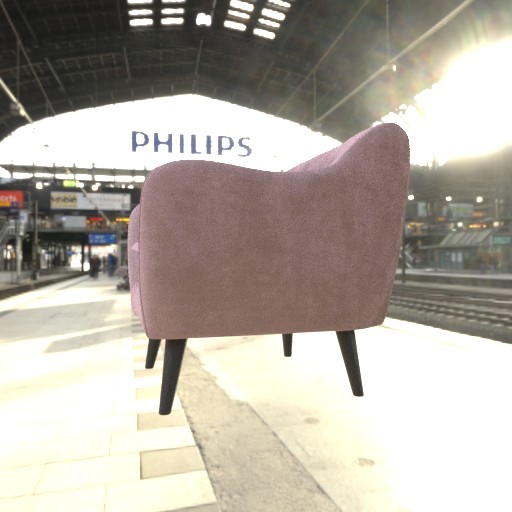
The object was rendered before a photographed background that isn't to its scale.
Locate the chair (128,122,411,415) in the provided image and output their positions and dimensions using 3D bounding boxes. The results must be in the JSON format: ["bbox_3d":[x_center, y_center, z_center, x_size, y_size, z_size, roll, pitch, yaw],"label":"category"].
[{"bbox_3d":[0.000,0.000,1.493,0.820,0.820,0.840,0,0,-18],"label":"chair"}]
